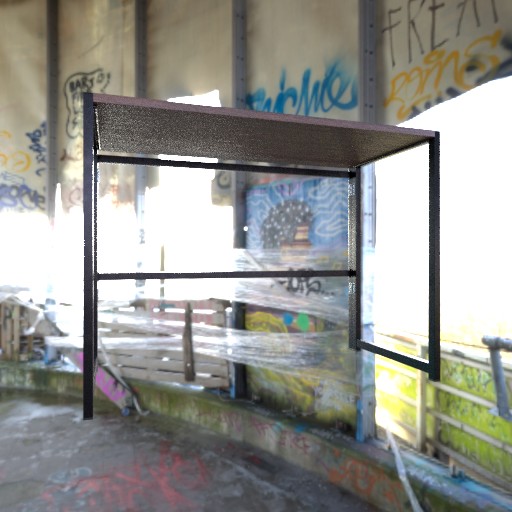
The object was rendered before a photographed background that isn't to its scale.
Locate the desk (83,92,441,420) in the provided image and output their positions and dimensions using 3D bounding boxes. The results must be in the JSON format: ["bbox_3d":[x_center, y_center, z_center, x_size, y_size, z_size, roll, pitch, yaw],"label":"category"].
[{"bbox_3d":[0.000,0.000,1.425,1.016,0.762,0.508,0,0,-18],"label":"desk"}]
